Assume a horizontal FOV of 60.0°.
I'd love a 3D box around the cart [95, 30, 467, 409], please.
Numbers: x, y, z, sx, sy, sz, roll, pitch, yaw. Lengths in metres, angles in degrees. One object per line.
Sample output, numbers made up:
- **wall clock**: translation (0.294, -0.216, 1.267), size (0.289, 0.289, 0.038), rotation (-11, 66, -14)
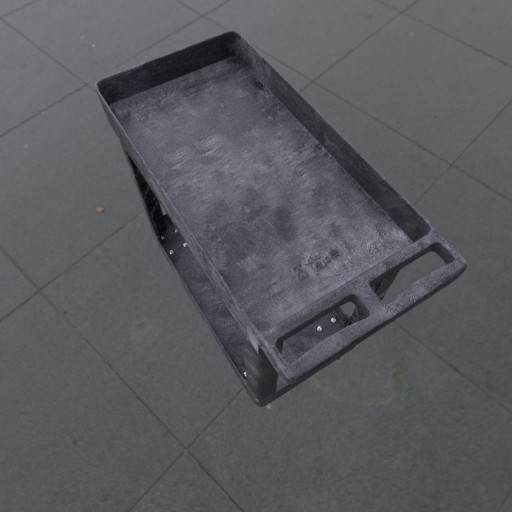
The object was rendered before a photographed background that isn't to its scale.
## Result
- **cart**: translation (0.000, 0.000, 1.323), size (0.420, 0.824, 0.877), rotation (-28, 64, -16)
